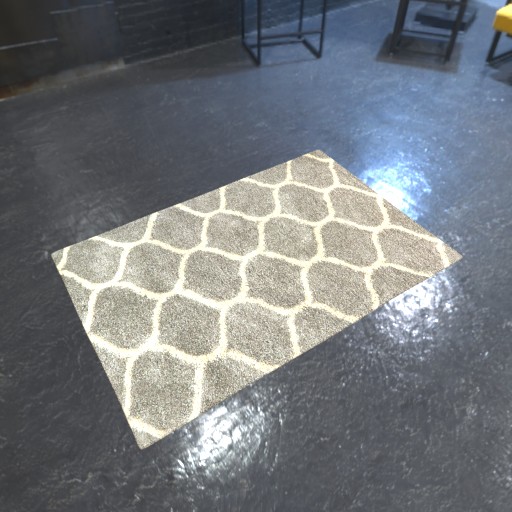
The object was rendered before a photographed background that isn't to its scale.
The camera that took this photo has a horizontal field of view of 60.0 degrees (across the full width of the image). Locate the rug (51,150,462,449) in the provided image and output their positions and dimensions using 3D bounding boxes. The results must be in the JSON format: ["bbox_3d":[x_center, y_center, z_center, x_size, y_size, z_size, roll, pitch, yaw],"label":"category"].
[{"bbox_3d":[0.000,0.000,3.481,2.701,0.026,1.801,-25,52,-22],"label":"rug"}]
